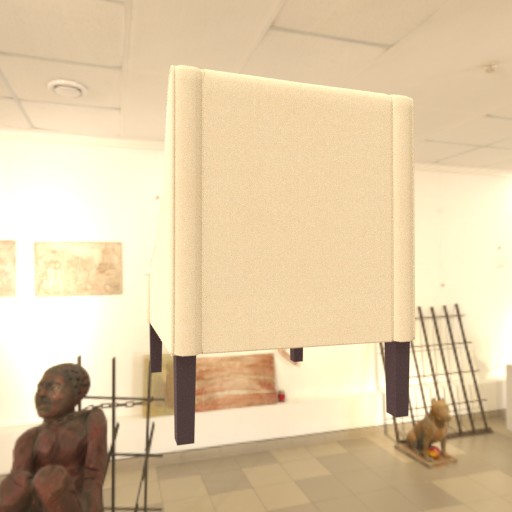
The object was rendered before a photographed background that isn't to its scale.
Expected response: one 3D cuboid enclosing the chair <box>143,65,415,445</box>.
[{"bbox_3d":[0.000,0.000,1.489,0.689,0.886,0.806,0,-1,-18],"label":"chair"}]
